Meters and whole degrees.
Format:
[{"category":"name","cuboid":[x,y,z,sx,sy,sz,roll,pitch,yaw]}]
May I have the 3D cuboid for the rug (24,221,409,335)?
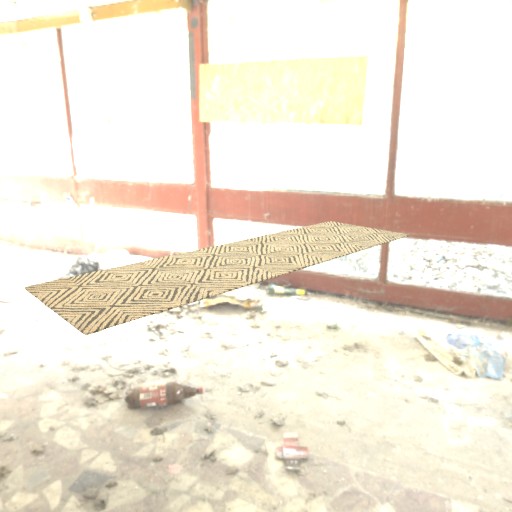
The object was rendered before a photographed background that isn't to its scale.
[{"category":"rug","cuboid":[0.000,0.000,2.532,2.277,0.008,0.676,-14,21,-42]}]
